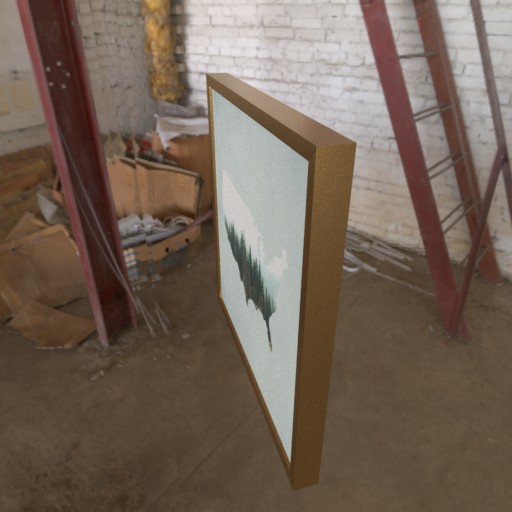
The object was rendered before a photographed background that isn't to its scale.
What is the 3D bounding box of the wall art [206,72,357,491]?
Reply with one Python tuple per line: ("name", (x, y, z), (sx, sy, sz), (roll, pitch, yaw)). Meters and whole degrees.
("wall art", (0.000, 0.000, 0.741), (0.040, 0.509, 0.509), (-8, 31, -15))
